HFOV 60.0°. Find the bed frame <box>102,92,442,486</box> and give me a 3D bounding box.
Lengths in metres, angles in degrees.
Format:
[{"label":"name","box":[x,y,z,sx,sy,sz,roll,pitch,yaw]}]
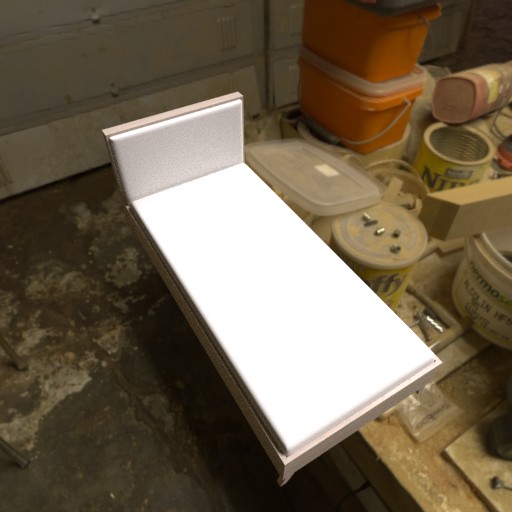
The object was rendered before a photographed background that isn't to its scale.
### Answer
[{"label":"bed frame","box":[0.000,0.000,2.690,0.990,0.920,2.140,-24,51,-21]}]
